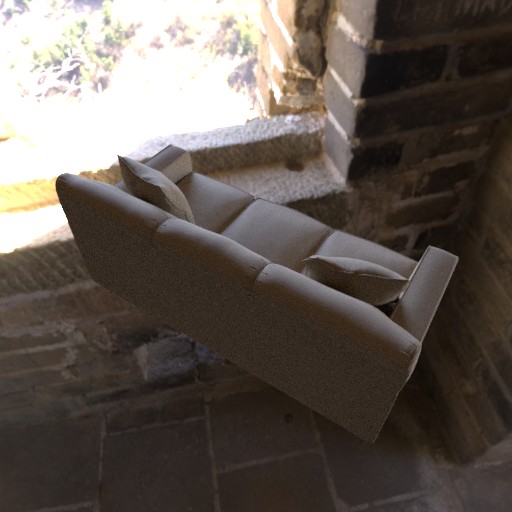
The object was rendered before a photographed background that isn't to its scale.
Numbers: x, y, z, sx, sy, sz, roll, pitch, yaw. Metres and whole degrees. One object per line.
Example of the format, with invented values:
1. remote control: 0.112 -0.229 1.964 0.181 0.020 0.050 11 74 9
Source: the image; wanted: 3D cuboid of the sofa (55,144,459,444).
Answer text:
1. sofa: 0.000 0.000 2.598 2.024 0.958 0.997 25 52 22
